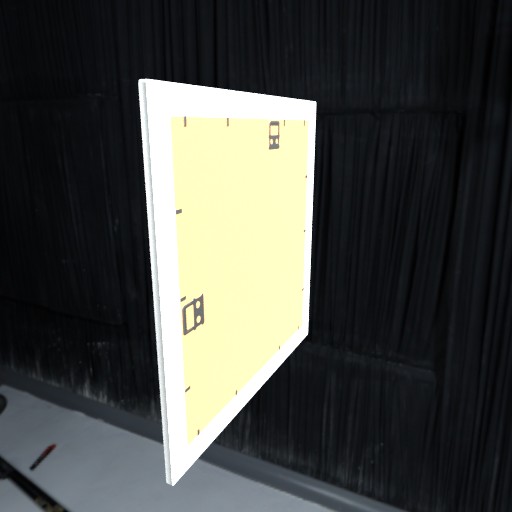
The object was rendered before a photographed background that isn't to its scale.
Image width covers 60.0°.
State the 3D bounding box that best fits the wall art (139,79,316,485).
[{"bbox_3d":[0.000,0.000,0.851,0.013,0.584,0.584,8,18,26],"label":"wall art"}]
